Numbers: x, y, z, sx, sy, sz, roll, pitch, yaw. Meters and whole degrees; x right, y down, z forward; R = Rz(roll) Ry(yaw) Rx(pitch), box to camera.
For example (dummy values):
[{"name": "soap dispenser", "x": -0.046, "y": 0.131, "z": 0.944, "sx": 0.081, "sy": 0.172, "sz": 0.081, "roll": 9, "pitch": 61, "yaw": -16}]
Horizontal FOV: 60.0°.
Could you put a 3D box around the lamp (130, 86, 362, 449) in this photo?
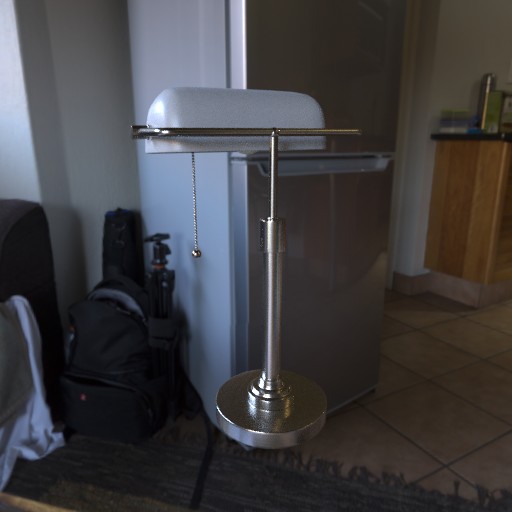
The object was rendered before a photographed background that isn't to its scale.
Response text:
[{"name": "lamp", "x": 0.000, "y": 0.000, "z": 0.563, "sx": 0.269, "sy": 0.404, "sz": 0.227, "roll": -8, "pitch": 18, "yaw": -27}]
